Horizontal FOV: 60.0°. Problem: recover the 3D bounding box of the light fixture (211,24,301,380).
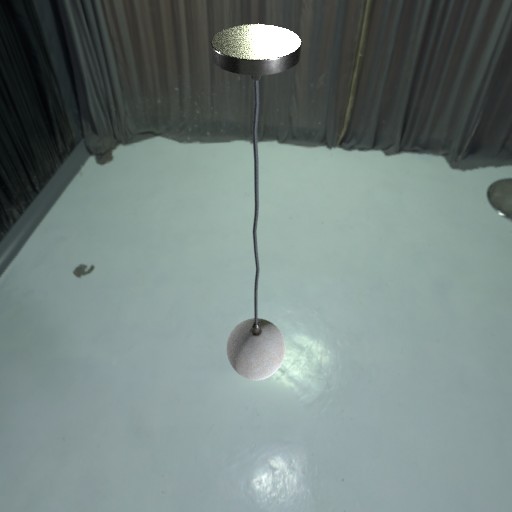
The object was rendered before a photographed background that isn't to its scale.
[{"bbox_3d":[0.000,0.000,0.818,0.139,0.764,0.139,3,47,3],"label":"light fixture"}]
